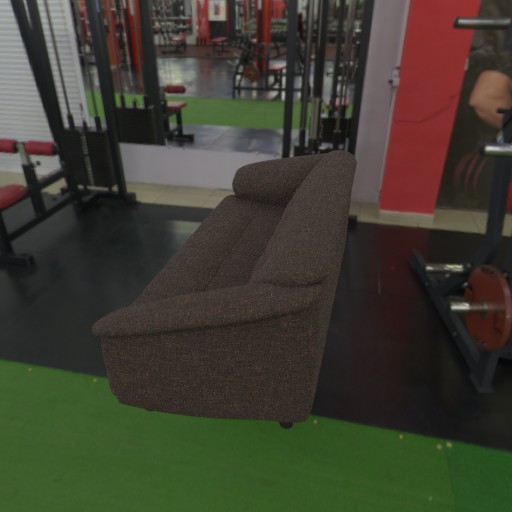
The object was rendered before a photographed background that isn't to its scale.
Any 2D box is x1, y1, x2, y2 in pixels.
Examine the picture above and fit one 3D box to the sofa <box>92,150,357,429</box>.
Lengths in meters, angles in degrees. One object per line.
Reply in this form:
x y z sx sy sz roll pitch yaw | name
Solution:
0.000 0.000 2.330 0.887 0.790 1.849 8 31 13 | sofa
